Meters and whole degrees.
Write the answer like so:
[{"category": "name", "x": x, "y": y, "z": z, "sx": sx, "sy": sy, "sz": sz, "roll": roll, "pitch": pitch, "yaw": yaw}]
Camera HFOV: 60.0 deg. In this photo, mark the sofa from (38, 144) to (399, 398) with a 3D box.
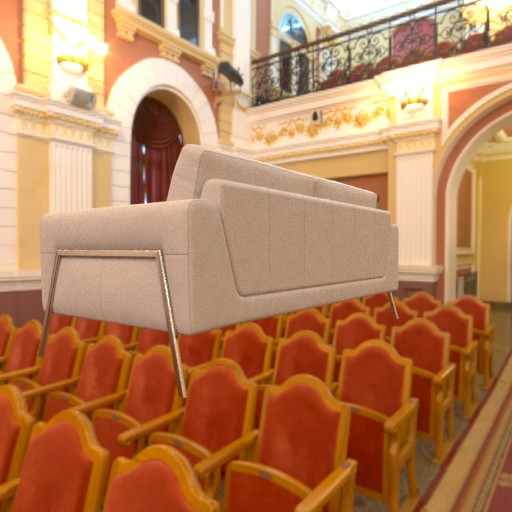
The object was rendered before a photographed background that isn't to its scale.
[{"category": "sofa", "x": 0.000, "y": 0.000, "z": 2.496, "sx": 0.953, "sy": 0.875, "sz": 2.017, "roll": 1, "pitch": 1, "yaw": 37}]
